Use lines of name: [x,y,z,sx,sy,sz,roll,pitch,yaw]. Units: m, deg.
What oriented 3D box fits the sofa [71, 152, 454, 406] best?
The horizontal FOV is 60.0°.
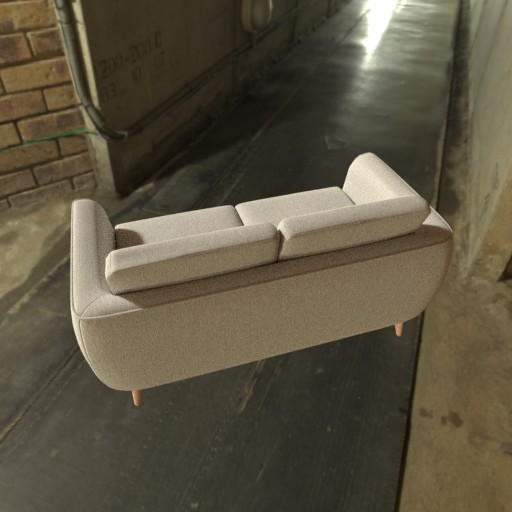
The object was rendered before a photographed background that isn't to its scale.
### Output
sofa: [0.000,0.000,2.223,1.700,0.850,0.920,-12,43,-13]
